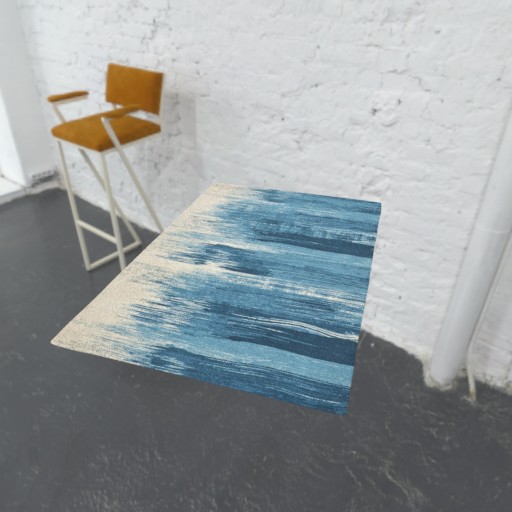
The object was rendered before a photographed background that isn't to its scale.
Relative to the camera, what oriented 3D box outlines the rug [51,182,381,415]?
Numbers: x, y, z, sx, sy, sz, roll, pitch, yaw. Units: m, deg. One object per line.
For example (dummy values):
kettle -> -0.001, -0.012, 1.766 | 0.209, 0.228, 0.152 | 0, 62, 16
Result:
rug -> 0.000, 0.000, 2.424 | 1.232, 0.009, 1.836 | 9, 33, 15
